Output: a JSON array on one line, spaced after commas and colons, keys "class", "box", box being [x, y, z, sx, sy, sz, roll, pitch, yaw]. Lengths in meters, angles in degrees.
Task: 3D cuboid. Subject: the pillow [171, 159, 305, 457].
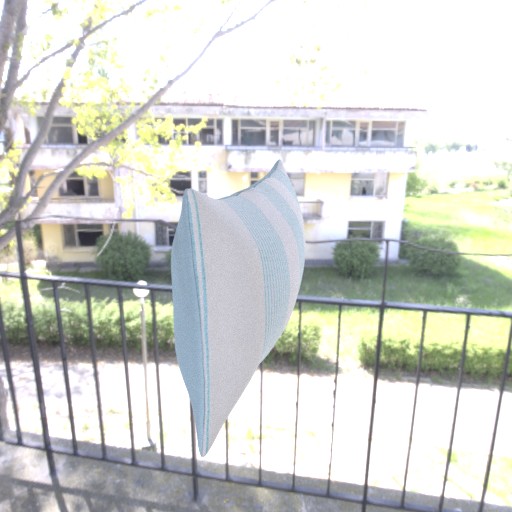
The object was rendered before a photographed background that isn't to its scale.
[{"class": "pillow", "box": [0.000, 0.000, 0.725, 0.151, 0.287, 0.610, 3, 15, 11]}]
